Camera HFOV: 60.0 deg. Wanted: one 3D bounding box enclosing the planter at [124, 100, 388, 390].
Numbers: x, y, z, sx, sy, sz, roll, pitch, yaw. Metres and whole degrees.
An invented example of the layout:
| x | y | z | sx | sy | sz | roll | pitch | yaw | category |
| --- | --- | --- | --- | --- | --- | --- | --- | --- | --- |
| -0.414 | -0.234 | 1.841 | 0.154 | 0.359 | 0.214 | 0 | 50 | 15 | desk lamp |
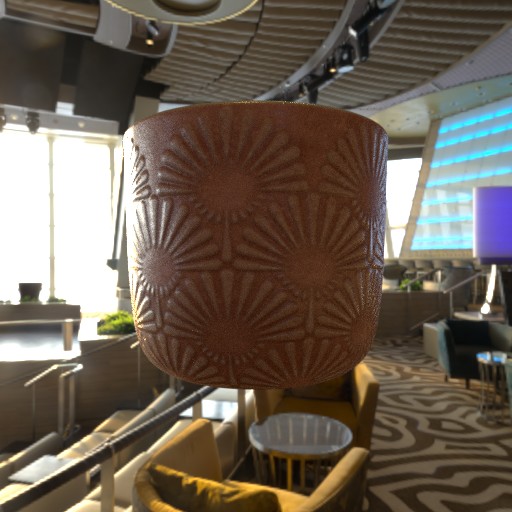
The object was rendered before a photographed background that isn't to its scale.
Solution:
| x | y | z | sx | sy | sz | roll | pitch | yaw | category |
| --- | --- | --- | --- | --- | --- | --- | --- | --- | --- |
| 0.000 | 0.000 | 0.216 | 0.124 | 0.109 | 0.124 | 0 | 0 | 0 | planter |
